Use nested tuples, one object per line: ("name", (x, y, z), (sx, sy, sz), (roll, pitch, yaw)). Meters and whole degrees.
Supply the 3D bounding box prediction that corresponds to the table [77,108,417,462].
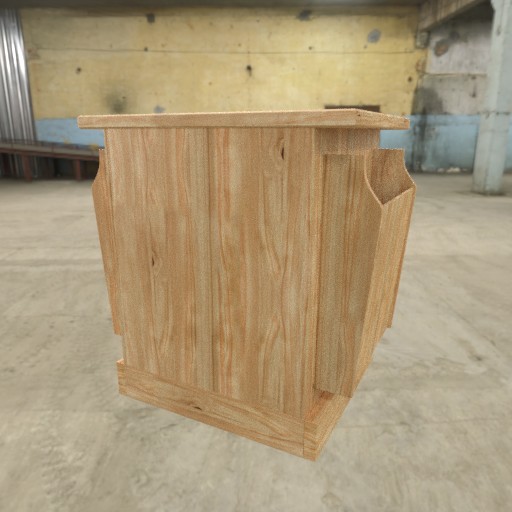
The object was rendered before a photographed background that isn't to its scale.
("table", (0.000, 0.000, 0.860), (0.530, 0.515, 0.380), (8, 17, 27))
